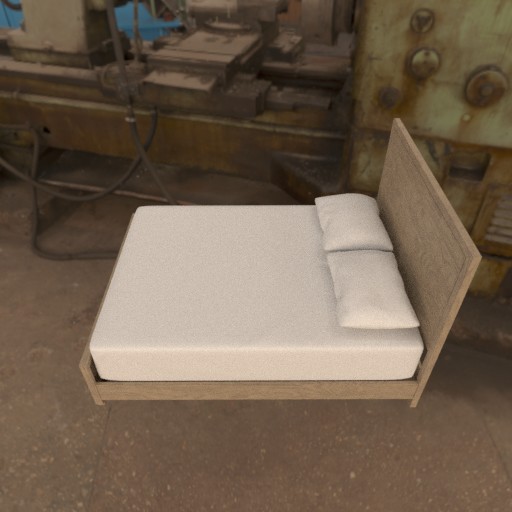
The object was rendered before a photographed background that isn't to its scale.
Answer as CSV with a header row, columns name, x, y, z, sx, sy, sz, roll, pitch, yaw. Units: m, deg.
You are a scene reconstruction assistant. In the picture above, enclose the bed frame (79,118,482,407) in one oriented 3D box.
name,x,y,z,sx,sy,sz,roll,pitch,yaw
bed frame,0.000,0.000,3.204,2.189,1.369,1.606,0,41,0
